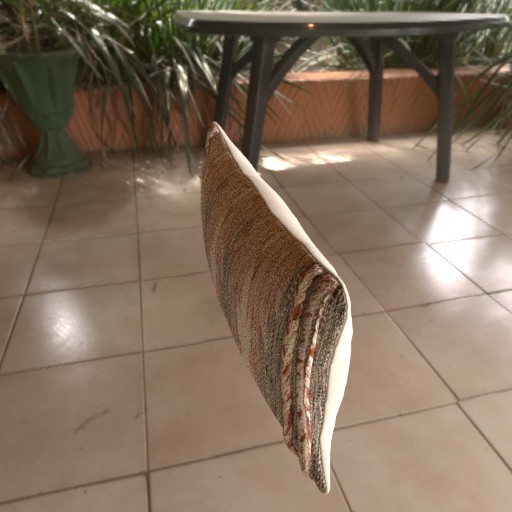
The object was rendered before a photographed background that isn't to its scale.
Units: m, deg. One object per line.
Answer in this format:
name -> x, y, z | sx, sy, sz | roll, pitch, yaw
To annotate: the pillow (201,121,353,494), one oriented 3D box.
pillow -> 0.000, 0.000, 0.698 | 0.139, 0.282, 0.635 | -8, 31, -13
